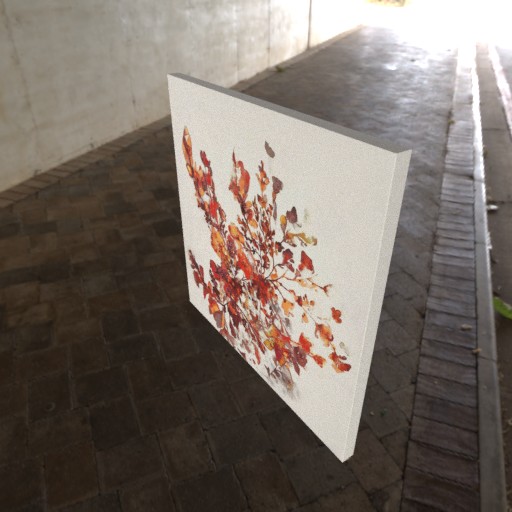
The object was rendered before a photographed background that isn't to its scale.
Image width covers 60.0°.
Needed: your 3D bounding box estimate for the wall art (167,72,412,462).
[{"bbox_3d":[0.000,0.000,1.488,0.049,1.009,1.009,-21,38,-29],"label":"wall art"}]
